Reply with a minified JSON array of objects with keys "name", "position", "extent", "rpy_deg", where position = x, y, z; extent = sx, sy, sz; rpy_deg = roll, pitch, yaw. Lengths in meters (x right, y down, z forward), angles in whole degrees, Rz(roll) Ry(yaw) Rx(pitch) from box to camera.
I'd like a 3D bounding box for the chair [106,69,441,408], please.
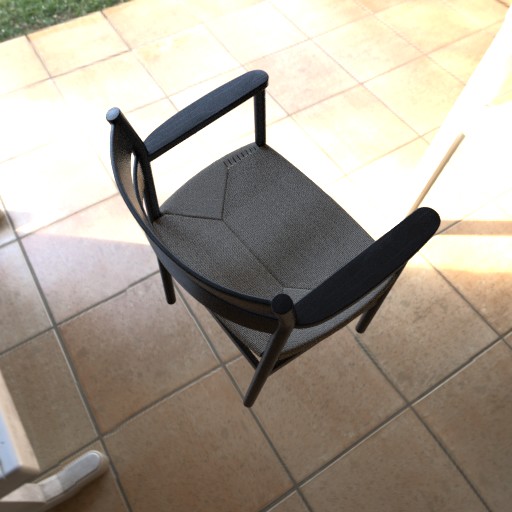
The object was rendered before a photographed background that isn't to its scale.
[{"name":"chair","position":[0.000,0.000,1.176],"extent":[0.508,0.775,0.630],"rpy_deg":[-34,65,-18]}]
